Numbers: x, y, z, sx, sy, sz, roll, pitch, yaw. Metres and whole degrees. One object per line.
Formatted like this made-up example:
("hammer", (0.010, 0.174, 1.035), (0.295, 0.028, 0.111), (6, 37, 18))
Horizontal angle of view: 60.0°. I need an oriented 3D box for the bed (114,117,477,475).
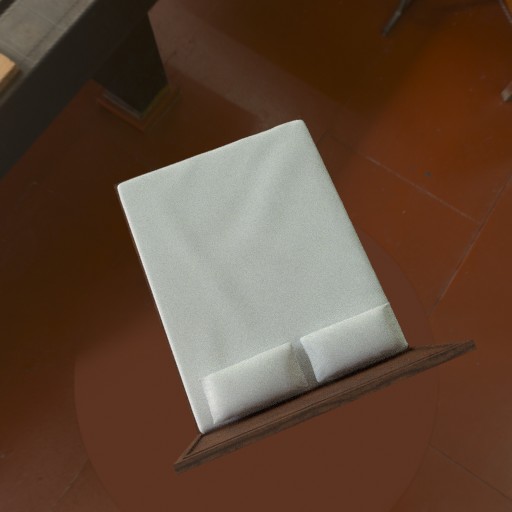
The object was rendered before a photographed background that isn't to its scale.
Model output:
("bed", (0.000, 0.000, 3.344), (1.765, 1.487, 2.218), (-21, 77, -5))
